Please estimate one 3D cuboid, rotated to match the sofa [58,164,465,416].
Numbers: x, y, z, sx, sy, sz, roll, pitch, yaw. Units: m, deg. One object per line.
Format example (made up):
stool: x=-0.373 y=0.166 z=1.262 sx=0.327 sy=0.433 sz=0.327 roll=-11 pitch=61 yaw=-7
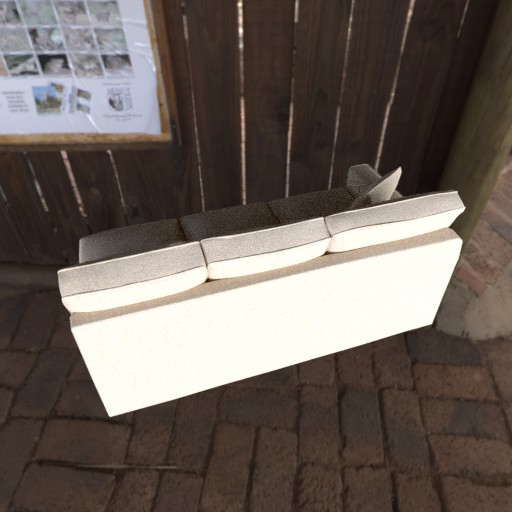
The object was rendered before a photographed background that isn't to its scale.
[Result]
sofa: x=0.000 y=0.000 z=2.575 sx=1.962 sy=0.946 sz=1.034 roll=-13 pitch=43 yaw=-14
